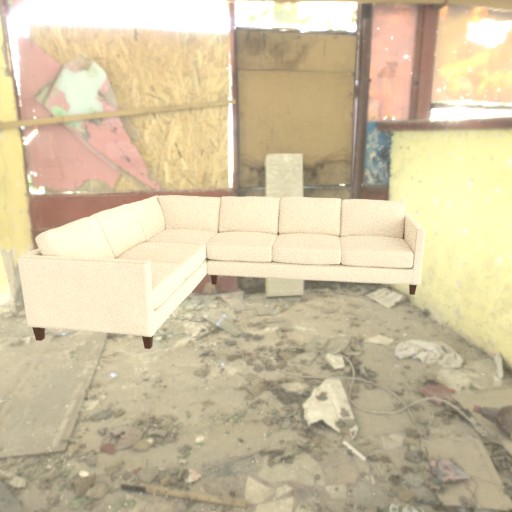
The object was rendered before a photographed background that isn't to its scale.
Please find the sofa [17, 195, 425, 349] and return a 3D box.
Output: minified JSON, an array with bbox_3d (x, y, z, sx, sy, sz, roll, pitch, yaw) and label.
[{"bbox_3d":[0.000,0.000,4.218,3.182,0.863,2.432,2,15,9],"label":"sofa"}]
